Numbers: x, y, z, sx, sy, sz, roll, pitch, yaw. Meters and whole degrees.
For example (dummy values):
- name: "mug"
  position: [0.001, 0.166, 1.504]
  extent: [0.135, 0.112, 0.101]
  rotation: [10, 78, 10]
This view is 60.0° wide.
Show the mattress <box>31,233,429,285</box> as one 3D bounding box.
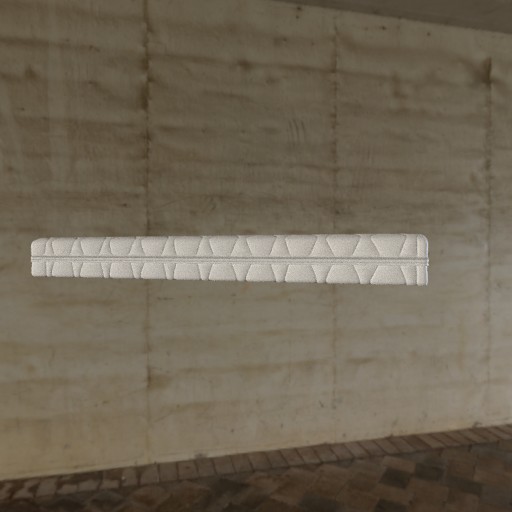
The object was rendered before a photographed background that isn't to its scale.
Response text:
- name: "mattress"
  position: [0.000, 0.000, 2.710]
  extent: [1.900, 0.200, 1.600]
  rotation: [0, 1, 19]
